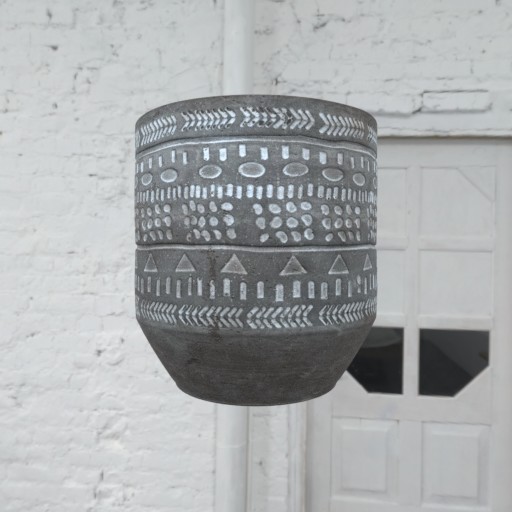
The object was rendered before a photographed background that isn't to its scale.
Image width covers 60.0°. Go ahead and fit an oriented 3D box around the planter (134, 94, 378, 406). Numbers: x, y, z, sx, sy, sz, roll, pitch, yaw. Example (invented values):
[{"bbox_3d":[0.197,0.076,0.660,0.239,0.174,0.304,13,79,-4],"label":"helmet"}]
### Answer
[{"bbox_3d":[0.000,0.000,0.269,0.142,0.149,0.142,0,1,0],"label":"planter"}]
